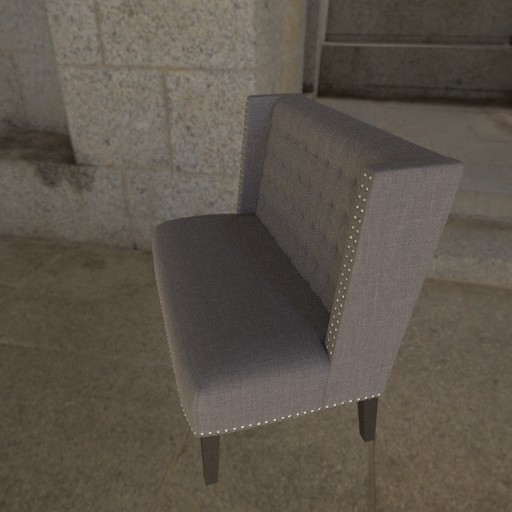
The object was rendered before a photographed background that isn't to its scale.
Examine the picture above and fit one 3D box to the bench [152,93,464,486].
[{"bbox_3d":[0.000,0.000,1.914,0.842,1.121,1.276,-8,30,-15],"label":"bench"}]
